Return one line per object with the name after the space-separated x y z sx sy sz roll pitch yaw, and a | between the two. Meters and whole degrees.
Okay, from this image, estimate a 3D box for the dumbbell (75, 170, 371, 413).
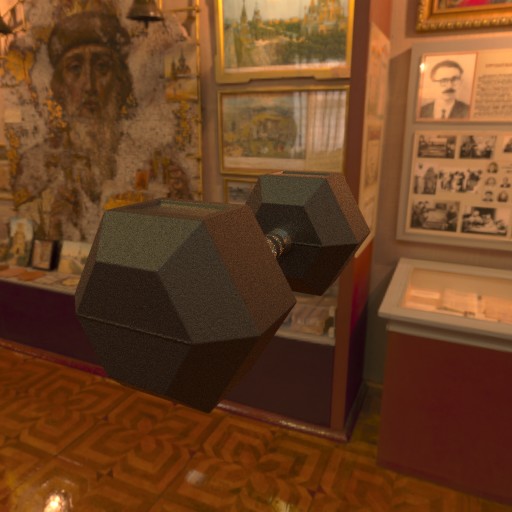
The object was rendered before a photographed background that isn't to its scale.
0.000 0.000 0.436 0.157 0.137 0.361 8 18 25 | dumbbell
